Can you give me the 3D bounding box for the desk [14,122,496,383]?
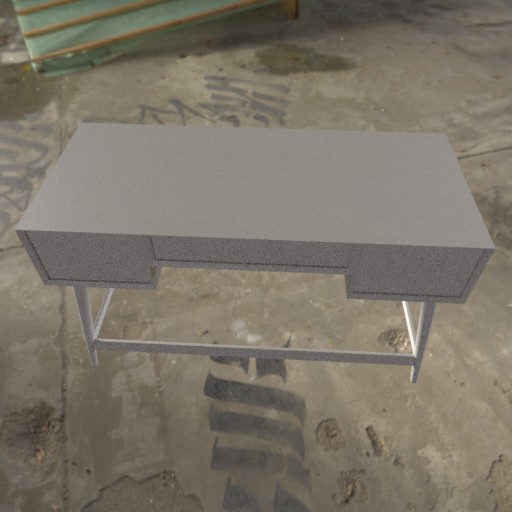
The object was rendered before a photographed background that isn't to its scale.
[{"bbox_3d":[0.000,0.000,1.687,1.313,0.762,0.589,2,47,2],"label":"desk"}]
